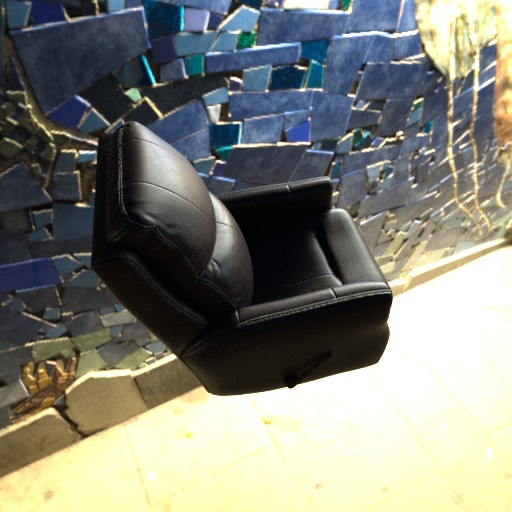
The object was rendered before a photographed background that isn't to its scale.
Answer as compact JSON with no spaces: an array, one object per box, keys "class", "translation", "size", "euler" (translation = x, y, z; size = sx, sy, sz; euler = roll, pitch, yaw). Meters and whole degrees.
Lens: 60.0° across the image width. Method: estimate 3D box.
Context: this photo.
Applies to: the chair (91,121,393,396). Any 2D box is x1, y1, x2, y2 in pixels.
[{"class":"chair","translation":[0.000,0.000,1.812],"size":[1.080,1.030,0.829],"euler":[-9,47,-8]}]
